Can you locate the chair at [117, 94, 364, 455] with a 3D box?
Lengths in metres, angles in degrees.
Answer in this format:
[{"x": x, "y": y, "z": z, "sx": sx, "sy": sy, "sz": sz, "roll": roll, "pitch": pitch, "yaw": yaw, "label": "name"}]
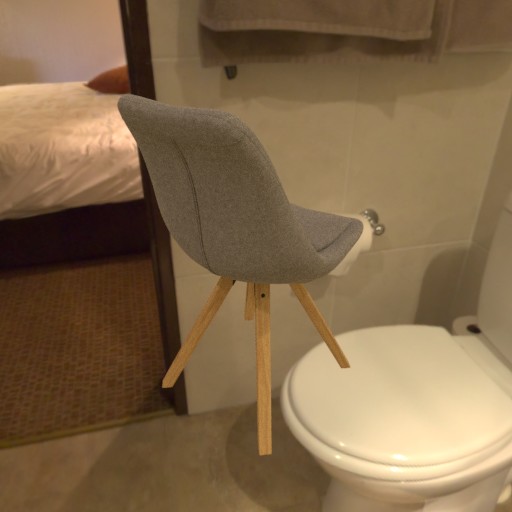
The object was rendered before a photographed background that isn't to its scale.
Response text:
[{"x": 0.000, "y": 0.000, "z": 1.185, "sx": 0.483, "sy": 0.865, "sz": 0.550, "roll": 21, "pitch": 36, "yaw": 33, "label": "chair"}]
